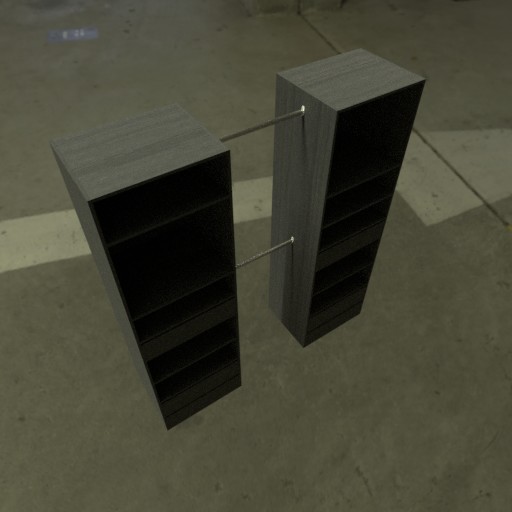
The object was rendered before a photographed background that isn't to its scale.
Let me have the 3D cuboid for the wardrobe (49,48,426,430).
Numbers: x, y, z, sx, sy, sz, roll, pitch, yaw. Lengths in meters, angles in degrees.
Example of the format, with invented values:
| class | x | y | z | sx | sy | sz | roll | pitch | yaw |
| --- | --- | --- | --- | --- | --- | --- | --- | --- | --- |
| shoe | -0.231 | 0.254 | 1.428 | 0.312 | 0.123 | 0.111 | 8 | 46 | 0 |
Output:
| class | x | y | z | sx | sy | sz | roll | pitch | yaw |
| --- | --- | --- | --- | --- | --- | --- | --- | --- | --- |
| wardrobe | 0.000 | 0.000 | 2.781 | 1.770 | 2.000 | 0.480 | -26 | 51 | -23 |
